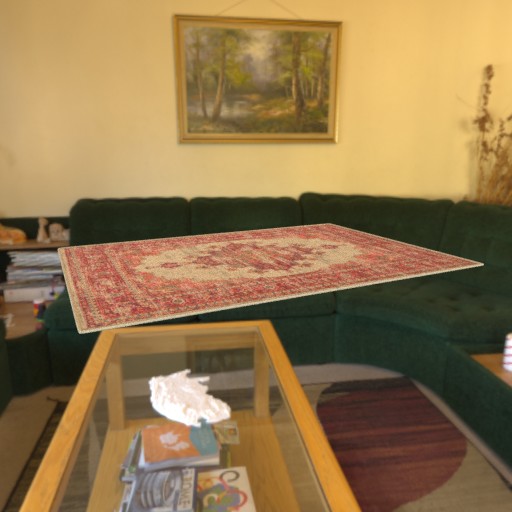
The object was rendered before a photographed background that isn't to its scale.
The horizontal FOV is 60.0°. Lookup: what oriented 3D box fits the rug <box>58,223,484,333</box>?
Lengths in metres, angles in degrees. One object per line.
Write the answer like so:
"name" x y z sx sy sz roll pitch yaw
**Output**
"rug" 0.000 0.000 2.802 2.232 0.011 1.555 -7 15 -25
